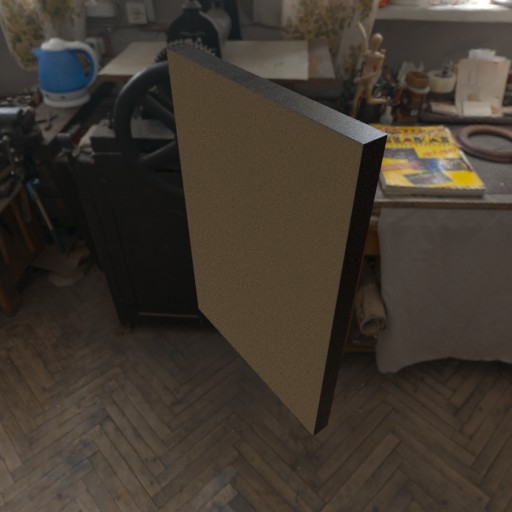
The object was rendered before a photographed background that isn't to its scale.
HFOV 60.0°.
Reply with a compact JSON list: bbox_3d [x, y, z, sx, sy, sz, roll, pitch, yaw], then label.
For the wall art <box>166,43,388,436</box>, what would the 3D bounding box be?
[{"bbox_3d":[0.000,0.000,0.591,0.031,0.457,0.313,-27,47,-27],"label":"wall art"}]
